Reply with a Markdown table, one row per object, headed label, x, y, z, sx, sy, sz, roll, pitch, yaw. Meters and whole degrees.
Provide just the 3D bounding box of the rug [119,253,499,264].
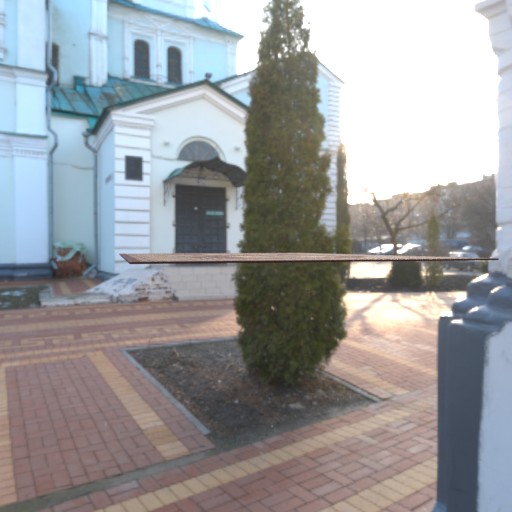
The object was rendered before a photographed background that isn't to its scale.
| label | x | y | z | sx | sy | sz | roll | pitch | yaw |
| --- | --- | --- | --- | --- | --- | --- | --- | --- | --- |
| rug | 0.000 | 0.000 | 4.121 | 2.381 | 0.013 | 3.197 | 0 | 1 | -18 |
